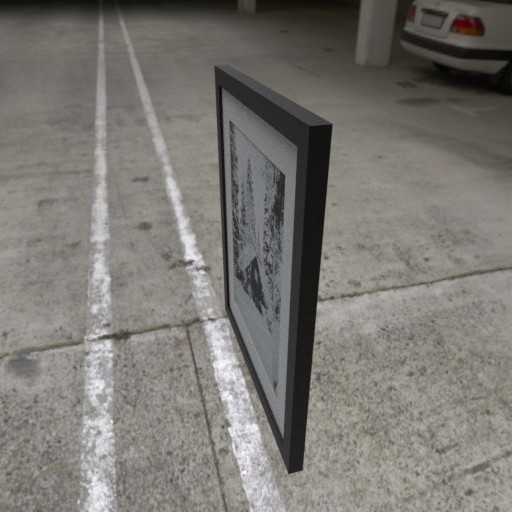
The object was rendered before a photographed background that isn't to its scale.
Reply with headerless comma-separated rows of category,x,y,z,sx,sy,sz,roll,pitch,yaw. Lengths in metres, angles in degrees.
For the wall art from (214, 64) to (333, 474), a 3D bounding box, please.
wall art,0.000,0.000,0.546,0.018,0.397,0.325,-8,31,-14
